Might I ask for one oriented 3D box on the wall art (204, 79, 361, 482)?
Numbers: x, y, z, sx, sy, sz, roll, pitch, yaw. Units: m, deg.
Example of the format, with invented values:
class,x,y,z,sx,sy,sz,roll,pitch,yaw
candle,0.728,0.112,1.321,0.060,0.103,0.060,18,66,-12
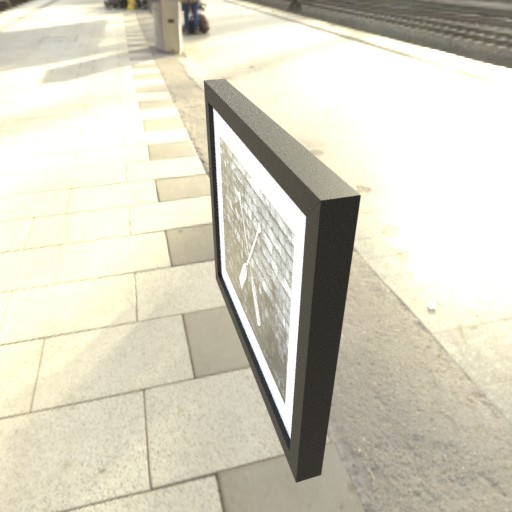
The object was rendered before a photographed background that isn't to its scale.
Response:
class,x,y,z,sx,sy,sz,roll,pitch,yaw
wall art,0.000,0.000,0.535,0.029,0.330,0.381,-10,34,-14
